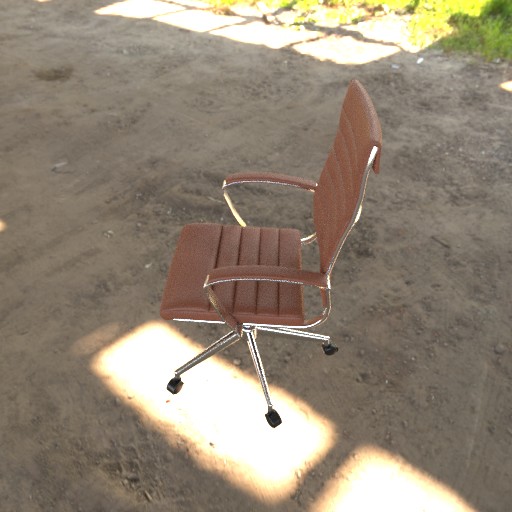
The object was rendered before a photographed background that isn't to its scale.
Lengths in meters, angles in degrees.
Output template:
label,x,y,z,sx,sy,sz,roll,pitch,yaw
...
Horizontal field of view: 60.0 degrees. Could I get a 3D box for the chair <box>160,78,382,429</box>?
label,x,y,z,sx,sy,sz,roll,pitch,yaw
chair,0.000,0.000,1.639,0.739,1.149,0.766,2,42,2
